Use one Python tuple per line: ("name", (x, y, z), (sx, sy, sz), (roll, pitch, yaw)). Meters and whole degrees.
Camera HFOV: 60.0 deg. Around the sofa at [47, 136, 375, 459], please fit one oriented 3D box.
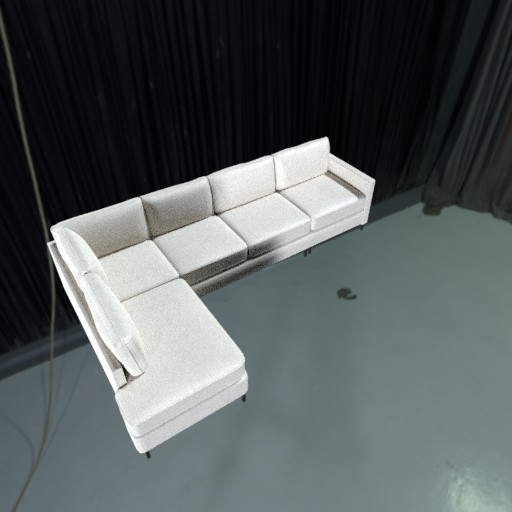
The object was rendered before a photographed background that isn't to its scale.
("sofa", (0.000, 0.000, 4.309), (3.384, 0.996, 2.048), (-24, 46, -25))
